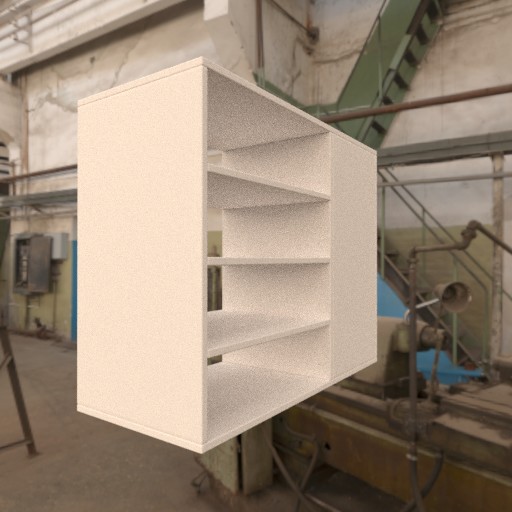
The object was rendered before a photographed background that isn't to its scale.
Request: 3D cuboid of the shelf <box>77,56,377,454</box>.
[{"bbox_3d":[0.000,0.000,1.292,0.396,0.732,0.895,0,0,36],"label":"shelf"}]
